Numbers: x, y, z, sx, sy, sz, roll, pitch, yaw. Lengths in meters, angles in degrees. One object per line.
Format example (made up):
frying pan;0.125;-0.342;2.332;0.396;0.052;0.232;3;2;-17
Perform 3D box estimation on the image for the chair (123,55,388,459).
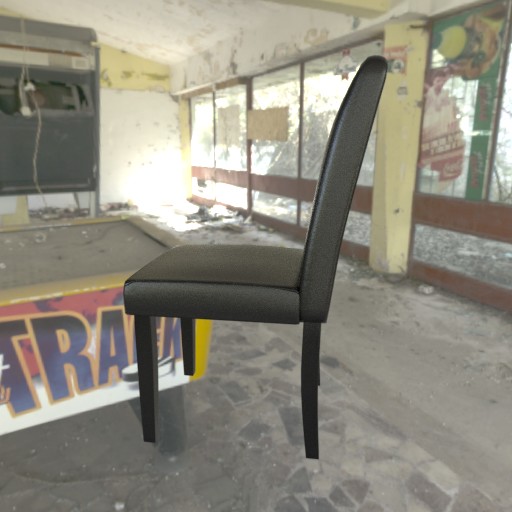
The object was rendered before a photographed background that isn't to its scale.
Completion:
chair;0.000;0.000;1.145;0.556;0.897;0.399;2;14;8
